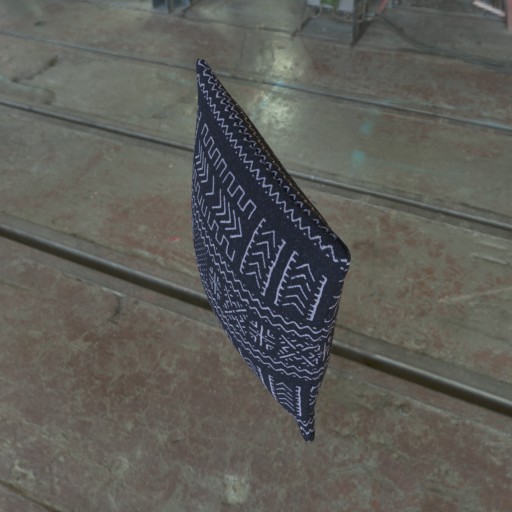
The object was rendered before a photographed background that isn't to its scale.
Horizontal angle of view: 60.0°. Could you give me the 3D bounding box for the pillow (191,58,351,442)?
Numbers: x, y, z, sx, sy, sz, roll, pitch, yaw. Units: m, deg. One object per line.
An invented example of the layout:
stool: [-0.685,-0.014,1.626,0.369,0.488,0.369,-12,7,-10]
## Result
pillow: [0.000,0.000,0.672,0.164,0.430,0.438,-17,49,-15]
